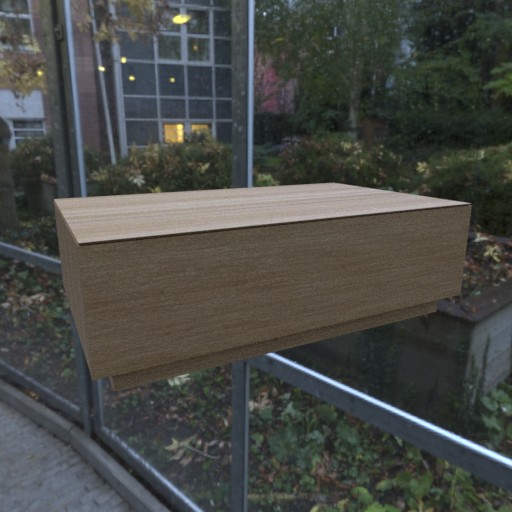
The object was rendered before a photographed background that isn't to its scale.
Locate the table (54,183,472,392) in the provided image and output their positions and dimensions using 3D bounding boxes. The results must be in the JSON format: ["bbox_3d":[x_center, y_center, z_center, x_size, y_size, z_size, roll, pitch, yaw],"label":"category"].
[{"bbox_3d":[0.000,0.000,1.422,1.110,0.353,0.678,-8,17,-26],"label":"table"}]
